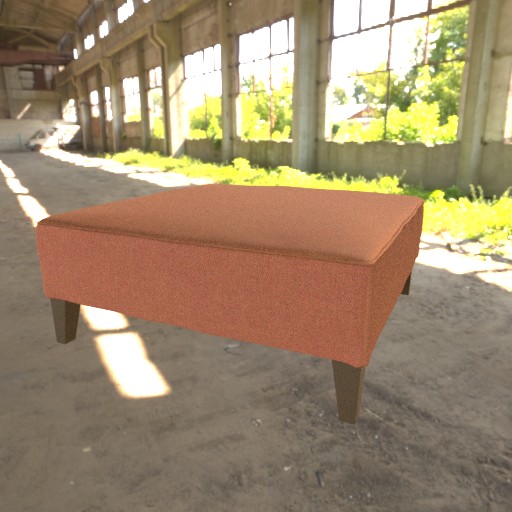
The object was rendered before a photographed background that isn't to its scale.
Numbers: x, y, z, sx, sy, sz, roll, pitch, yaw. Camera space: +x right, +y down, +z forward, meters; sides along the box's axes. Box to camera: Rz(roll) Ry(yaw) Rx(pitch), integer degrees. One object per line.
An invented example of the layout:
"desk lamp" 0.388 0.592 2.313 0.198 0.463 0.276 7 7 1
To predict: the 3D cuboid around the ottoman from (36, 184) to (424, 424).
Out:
"ottoman" 0.000 0.000 1.550 0.999 0.438 0.997 7 17 25
